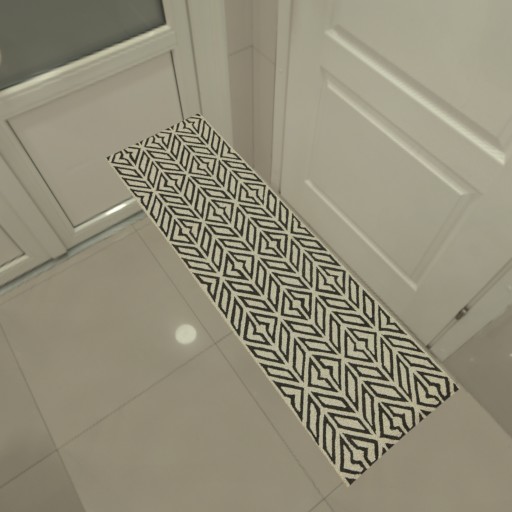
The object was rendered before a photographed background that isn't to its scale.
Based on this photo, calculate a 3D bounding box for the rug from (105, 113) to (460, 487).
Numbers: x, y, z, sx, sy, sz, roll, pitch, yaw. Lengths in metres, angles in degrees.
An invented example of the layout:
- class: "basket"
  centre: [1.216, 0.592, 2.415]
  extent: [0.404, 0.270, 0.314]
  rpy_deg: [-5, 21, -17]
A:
- class: "rug"
  centre: [0.000, 0.000, 2.599]
  extent: [0.750, 0.009, 2.435]
  rpy_deg: [-32, 64, -17]
